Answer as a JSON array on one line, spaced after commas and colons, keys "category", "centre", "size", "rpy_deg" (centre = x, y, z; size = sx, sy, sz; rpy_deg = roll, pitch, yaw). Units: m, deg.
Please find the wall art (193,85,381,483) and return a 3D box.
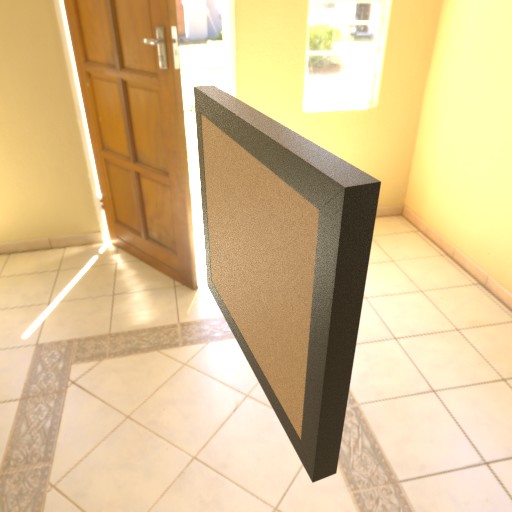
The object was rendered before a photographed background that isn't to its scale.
[{"category": "wall art", "centre": [0.000, 0.000, 0.525], "size": [0.028, 0.321, 0.381], "rpy_deg": [-12, 33, -19]}]
